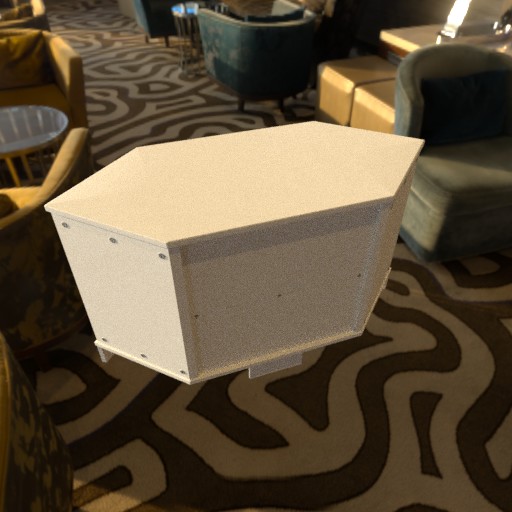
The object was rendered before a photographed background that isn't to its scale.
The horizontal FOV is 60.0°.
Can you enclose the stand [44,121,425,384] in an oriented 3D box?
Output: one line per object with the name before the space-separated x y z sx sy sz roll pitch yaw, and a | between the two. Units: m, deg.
stand | 0.000 0.000 1.390 1.072 0.614 0.477 -13 42 -14
